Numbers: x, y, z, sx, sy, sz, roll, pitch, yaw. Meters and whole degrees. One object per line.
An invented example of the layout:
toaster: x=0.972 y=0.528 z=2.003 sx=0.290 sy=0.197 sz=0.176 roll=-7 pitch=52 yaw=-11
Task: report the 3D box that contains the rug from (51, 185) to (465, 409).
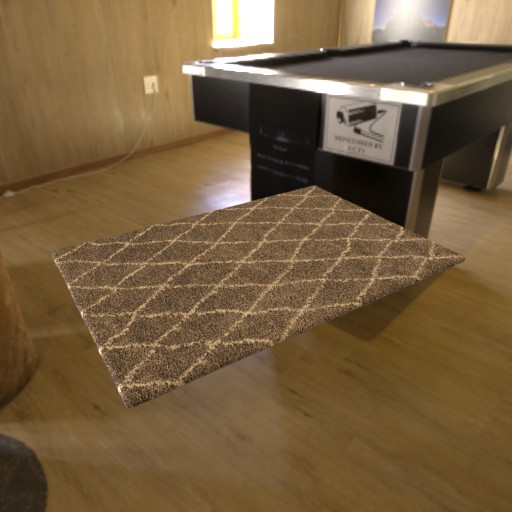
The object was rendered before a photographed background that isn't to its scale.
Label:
rug: x=0.000 y=0.000 z=2.297 sx=1.778 sy=0.030 sz=1.219 roll=-18 pitch=34 yaw=-28
